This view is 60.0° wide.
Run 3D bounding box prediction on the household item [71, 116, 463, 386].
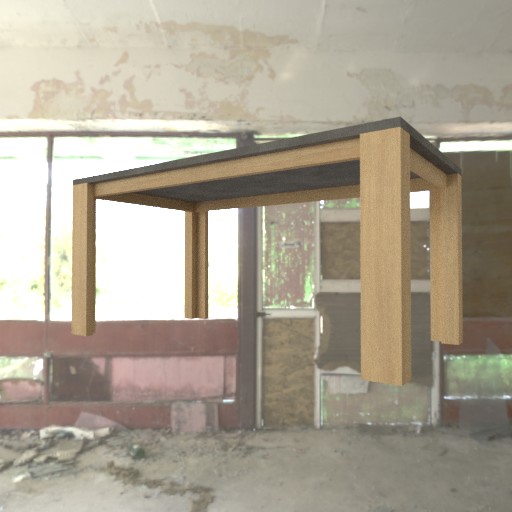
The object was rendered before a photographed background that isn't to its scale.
[{"bbox_3d":[0.000,0.000,2.048,1.600,0.755,0.850,-1,-1,35],"label":"household item"}]
